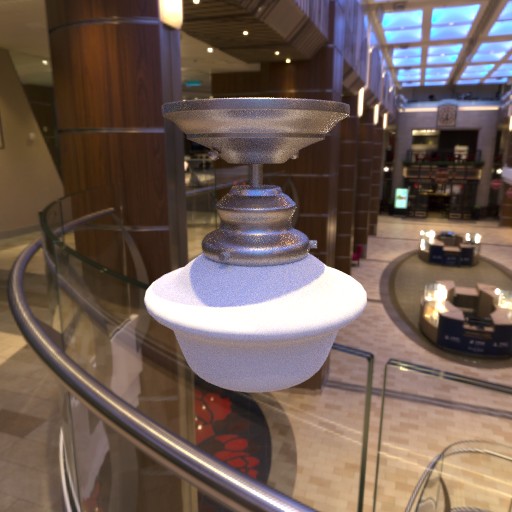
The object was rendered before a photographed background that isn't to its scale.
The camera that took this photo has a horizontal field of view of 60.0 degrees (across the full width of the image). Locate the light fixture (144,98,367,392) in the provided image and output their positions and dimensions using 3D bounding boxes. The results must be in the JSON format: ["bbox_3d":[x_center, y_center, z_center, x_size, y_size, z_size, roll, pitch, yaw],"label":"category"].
[{"bbox_3d":[0.000,0.000,0.397,0.199,0.254,0.199,0,14,0],"label":"light fixture"}]
